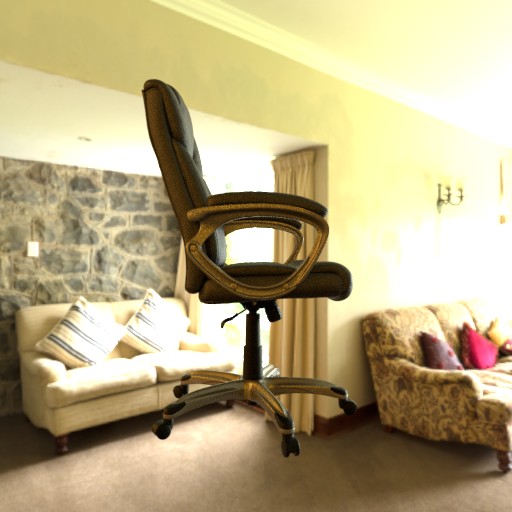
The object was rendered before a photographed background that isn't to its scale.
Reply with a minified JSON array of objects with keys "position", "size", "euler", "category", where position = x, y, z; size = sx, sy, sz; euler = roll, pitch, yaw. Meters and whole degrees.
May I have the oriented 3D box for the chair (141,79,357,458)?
[{"position":[0.000,0.000,1.583],"size":[0.719,1.130,0.721],"euler":[0,0,0],"category":"chair"}]
